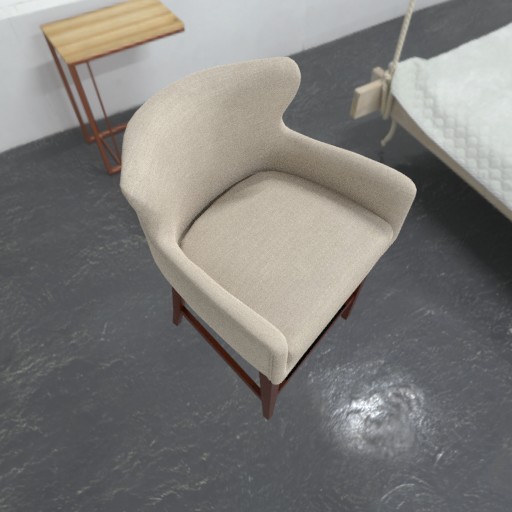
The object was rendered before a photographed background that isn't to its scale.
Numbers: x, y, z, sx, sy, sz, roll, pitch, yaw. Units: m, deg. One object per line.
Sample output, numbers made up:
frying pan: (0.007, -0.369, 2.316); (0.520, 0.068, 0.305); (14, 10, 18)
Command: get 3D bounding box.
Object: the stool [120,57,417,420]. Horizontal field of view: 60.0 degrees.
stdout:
stool: (0.000, 0.000, 1.394); (0.637, 0.987, 0.615); (35, 64, 20)
